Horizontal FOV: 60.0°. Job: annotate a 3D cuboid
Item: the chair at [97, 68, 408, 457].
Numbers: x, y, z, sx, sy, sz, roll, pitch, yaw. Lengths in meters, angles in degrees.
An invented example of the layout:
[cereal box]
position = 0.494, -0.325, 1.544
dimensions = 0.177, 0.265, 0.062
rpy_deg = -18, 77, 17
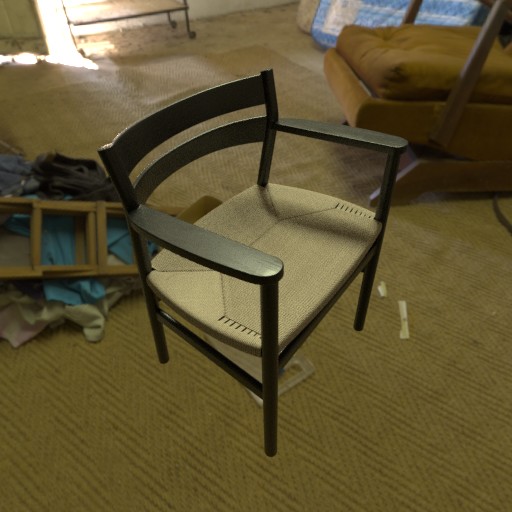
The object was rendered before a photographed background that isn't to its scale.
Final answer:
[chair]
position = 0.000, 0.000, 1.189
dimensions = 0.508, 0.775, 0.630
rpy_deg = 25, 47, 26
